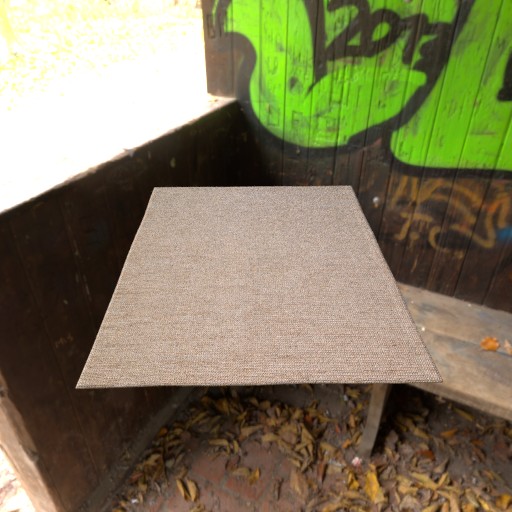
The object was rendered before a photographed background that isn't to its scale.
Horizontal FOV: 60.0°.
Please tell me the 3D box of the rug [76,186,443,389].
[{"bbox_3d":[0.000,0.000,4.155,2.406,0.012,3.034,-1,34,-1],"label":"rug"}]
